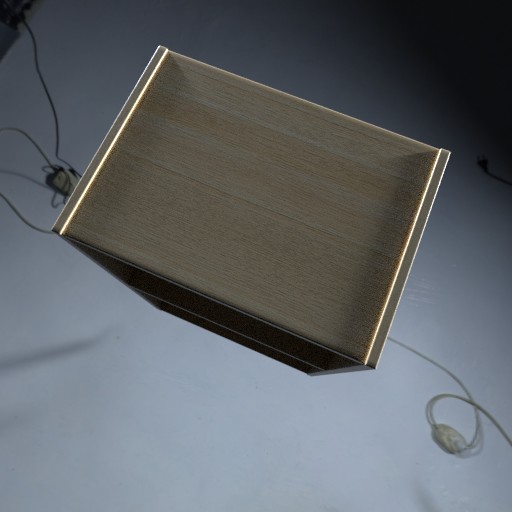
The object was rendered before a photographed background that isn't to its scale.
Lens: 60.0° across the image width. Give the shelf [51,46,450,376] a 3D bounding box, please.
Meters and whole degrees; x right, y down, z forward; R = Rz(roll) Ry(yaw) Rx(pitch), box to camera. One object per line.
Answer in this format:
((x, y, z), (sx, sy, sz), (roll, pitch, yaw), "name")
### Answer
((0.000, 0.000, 0.829), (0.414, 0.592, 0.290), (22, 75, 6), "shelf")
